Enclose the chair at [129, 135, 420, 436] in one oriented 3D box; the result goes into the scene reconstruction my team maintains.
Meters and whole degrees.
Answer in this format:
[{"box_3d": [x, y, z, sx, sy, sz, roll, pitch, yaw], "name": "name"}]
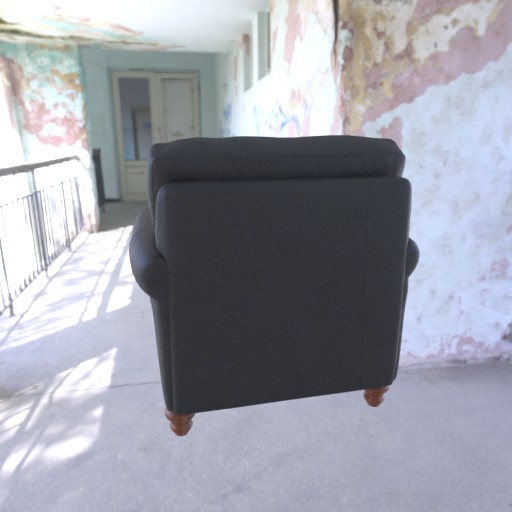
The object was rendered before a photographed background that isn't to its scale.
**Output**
[{"box_3d": [0.000, 0.000, 1.815, 1.015, 0.960, 1.027, -2, 16, -8], "name": "chair"}]
